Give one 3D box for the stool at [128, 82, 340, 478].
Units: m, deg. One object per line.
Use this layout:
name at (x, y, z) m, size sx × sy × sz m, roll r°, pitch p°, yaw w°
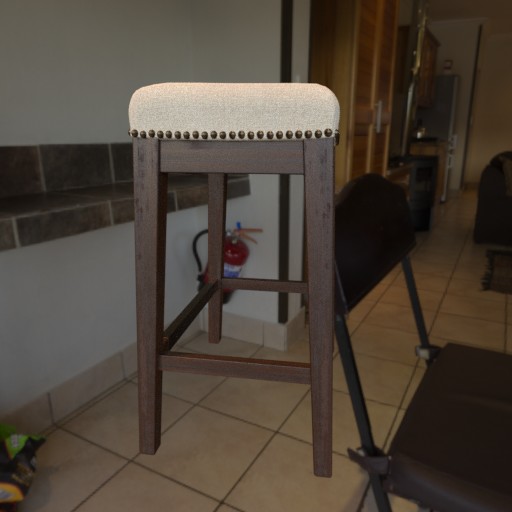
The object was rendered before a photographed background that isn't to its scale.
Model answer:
stool at (0.000, 0.000, 0.970) m, size 0.363 × 0.669 × 0.509 m, roll 3°, pitch 15°, yaw 10°
